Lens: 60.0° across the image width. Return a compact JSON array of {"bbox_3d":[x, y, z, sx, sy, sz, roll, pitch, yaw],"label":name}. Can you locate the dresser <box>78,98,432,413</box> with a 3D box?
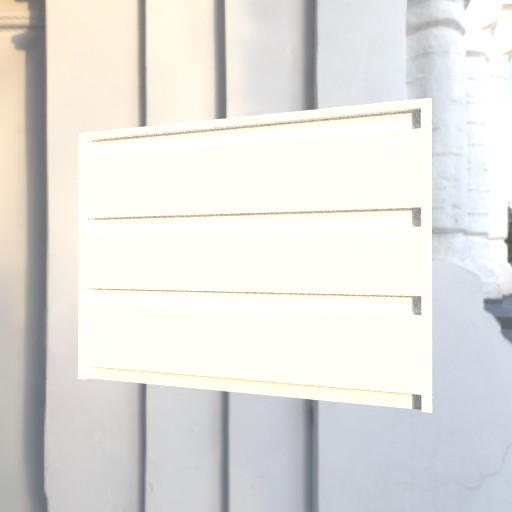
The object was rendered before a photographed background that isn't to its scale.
[{"bbox_3d":[0.000,0.000,1.536,1.100,0.820,0.460,0,0,17],"label":"dresser"}]
